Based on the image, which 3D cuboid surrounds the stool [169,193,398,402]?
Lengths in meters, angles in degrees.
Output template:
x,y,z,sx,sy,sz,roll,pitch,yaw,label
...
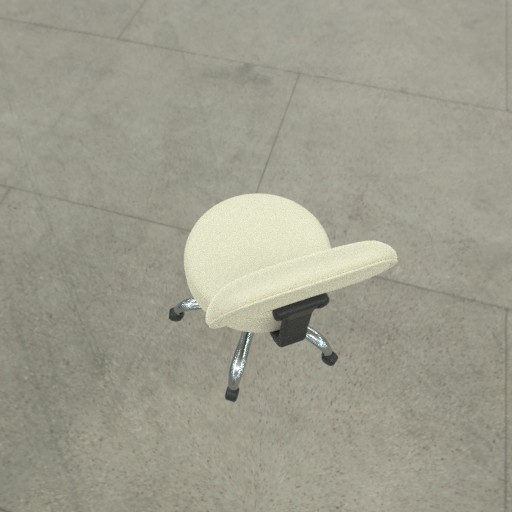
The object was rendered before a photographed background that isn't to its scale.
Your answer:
x,y,z,sx,sy,sz,roll,pitch,yaw,label
0.000,0.000,1.265,0.609,0.810,0.616,-17,61,-10,stool
